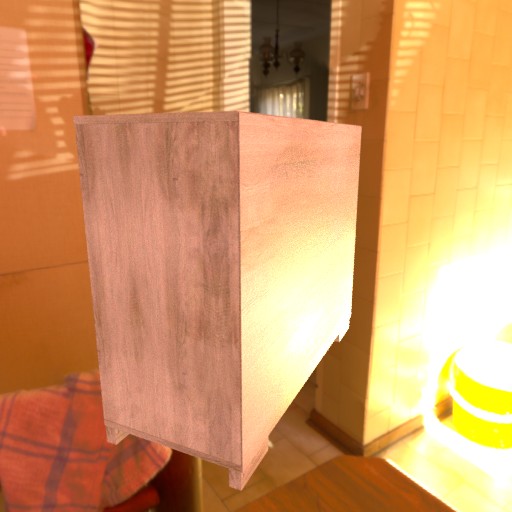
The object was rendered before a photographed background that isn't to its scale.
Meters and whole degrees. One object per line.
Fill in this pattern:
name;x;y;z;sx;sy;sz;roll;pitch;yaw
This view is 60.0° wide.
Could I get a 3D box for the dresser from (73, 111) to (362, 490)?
dresser;0.000;0.000;1.410;0.404;0.816;0.994;7;16;24
